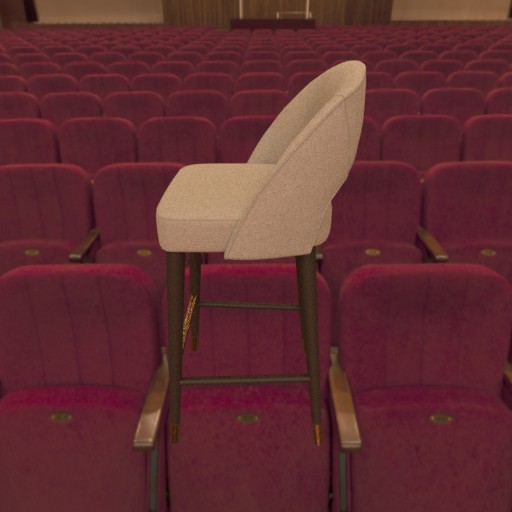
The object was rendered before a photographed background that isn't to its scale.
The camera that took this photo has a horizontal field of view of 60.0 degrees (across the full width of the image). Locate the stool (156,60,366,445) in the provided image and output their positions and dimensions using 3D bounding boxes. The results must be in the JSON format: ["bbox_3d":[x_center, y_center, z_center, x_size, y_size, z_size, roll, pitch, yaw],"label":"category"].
[{"bbox_3d":[0.000,0.000,1.286,0.509,1.037,0.494,0,27,1],"label":"stool"}]
